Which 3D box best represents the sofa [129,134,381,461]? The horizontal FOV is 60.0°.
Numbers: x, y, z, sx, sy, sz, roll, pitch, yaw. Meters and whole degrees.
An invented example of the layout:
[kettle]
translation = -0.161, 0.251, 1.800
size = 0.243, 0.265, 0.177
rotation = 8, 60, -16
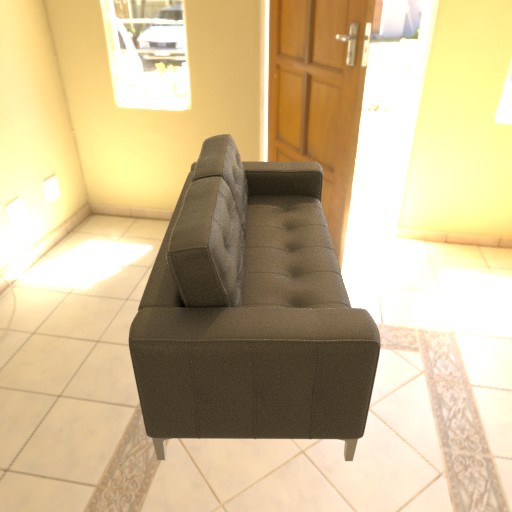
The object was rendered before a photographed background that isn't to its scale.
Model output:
[sofa]
translation = 0.000, 0.000, 2.219
size = 0.833, 0.892, 1.726
rotation = 0, 31, 0
